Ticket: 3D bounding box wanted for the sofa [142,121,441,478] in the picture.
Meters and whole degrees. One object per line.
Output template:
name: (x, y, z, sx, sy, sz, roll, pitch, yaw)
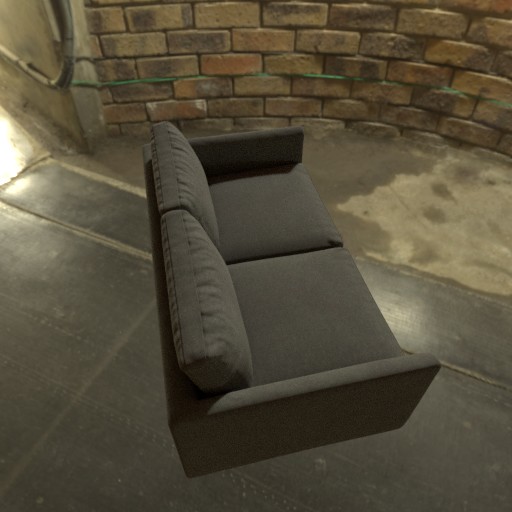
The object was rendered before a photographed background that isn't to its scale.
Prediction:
sofa: (0.000, 0.000, 2.460, 1.091, 0.845, 1.909, -9, 47, -9)
